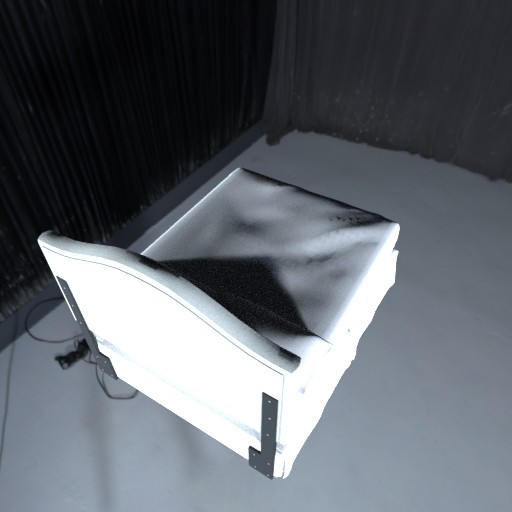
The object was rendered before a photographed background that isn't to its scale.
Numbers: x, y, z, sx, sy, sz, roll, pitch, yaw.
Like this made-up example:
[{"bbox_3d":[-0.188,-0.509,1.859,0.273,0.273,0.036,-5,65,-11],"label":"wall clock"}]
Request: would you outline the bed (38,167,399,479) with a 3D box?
[{"bbox_3d":[0.000,0.000,3.376,1.813,1.607,2.180,23,50,22],"label":"bed"}]
